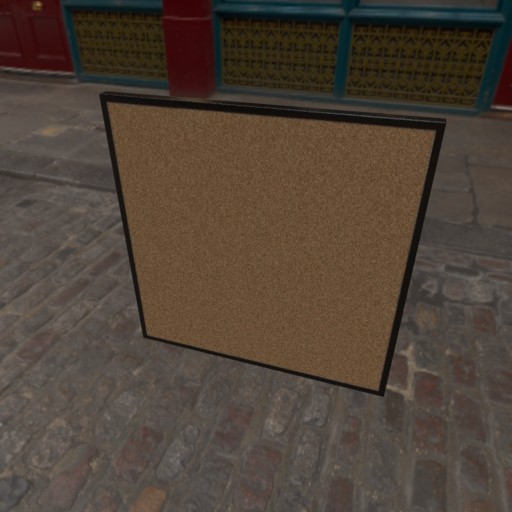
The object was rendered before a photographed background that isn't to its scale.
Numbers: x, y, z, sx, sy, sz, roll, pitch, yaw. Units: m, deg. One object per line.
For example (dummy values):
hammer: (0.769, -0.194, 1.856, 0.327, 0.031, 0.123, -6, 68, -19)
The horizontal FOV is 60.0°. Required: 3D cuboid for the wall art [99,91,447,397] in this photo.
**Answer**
wall art: (0.000, 0.000, 0.526, 0.349, 0.349, 0.014, 10, 34, 15)
